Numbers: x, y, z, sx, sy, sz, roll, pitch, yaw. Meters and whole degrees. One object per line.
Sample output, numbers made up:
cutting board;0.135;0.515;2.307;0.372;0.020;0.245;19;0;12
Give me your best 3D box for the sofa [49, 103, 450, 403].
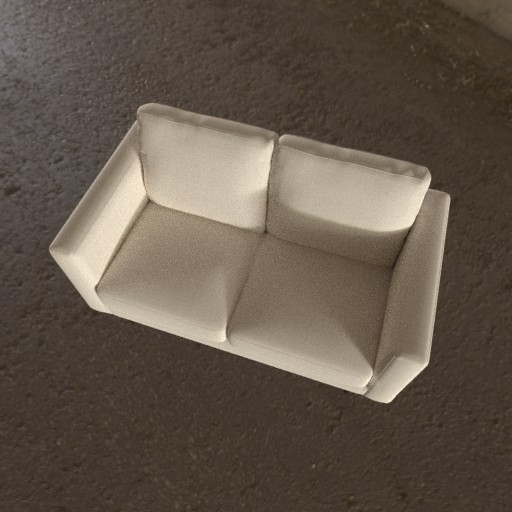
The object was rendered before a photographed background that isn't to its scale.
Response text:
sofa;0.000;0.000;1.932;1.430;0.908;0.796;16;60;10
